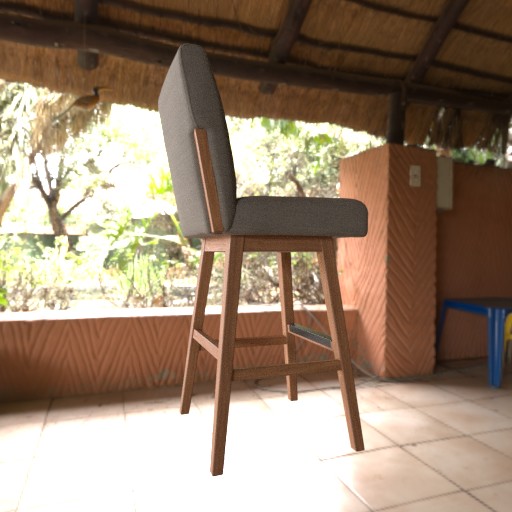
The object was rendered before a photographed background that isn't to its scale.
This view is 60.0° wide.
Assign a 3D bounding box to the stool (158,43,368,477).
[{"bbox_3d":[0.000,0.000,1.408,0.570,1.112,0.483,0,1,-20],"label":"stool"}]
